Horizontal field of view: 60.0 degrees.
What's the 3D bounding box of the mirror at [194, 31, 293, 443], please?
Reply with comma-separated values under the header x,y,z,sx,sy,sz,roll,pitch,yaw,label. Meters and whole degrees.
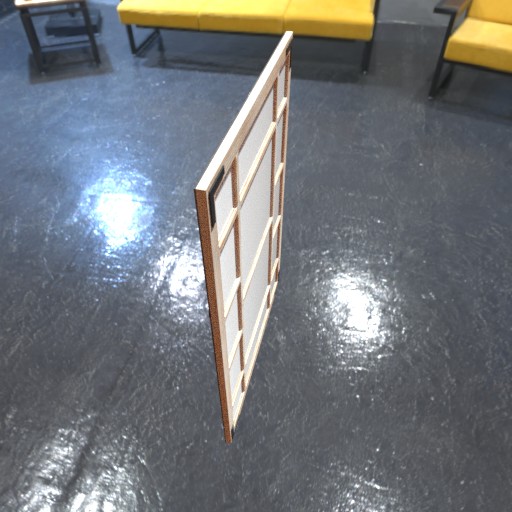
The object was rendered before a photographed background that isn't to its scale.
x,y,z,sx,sy,sz,roll,pitch,yaw,label
0.000,0.000,1.285,0.025,0.996,0.705,10,47,10,mirror
